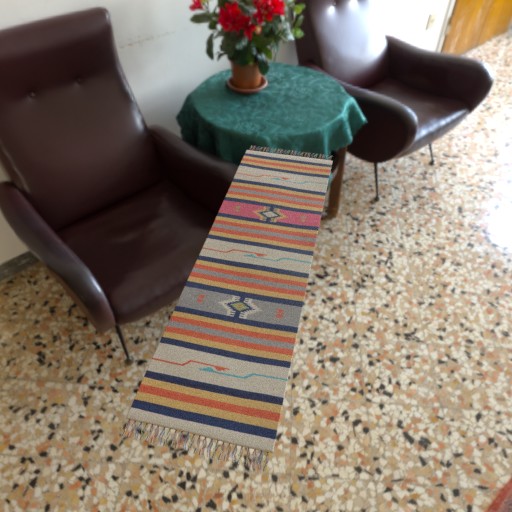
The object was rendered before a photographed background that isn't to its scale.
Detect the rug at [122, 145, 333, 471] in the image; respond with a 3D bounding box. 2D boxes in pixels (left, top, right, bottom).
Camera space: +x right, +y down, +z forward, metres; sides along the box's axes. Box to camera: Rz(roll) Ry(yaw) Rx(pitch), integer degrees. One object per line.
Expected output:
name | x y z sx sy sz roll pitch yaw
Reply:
rug | 0.000 0.000 2.762 0.695 0.017 2.455 10 47 9
